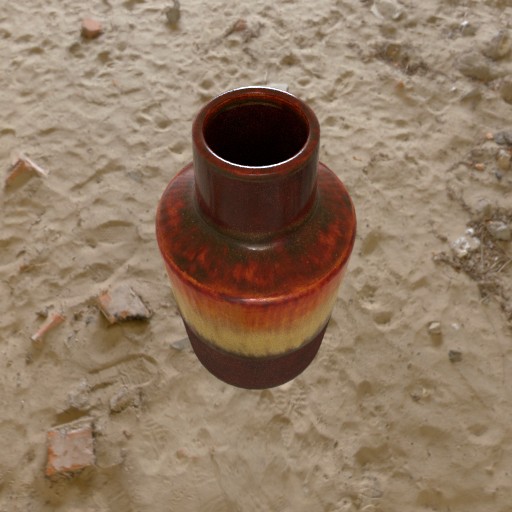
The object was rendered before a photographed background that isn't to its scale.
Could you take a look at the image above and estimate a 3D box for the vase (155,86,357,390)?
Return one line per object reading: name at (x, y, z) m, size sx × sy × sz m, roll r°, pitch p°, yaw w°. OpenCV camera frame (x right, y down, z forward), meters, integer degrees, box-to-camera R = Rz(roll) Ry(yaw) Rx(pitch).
vase at (0.000, 0.000, 0.270) m, size 0.108 × 0.204 × 0.108 m, roll 0°, pitch 58°, yaw 0°
